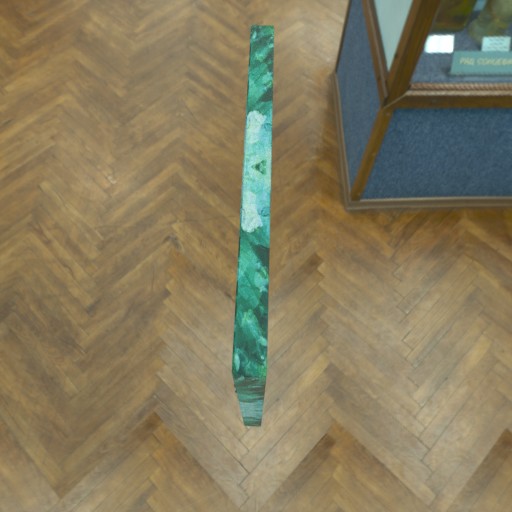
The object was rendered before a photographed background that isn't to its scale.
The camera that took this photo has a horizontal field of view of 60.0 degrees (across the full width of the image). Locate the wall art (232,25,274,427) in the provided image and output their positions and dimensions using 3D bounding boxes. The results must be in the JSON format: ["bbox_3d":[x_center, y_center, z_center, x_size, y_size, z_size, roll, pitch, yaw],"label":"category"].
[{"bbox_3d":[0.000,0.000,0.764,0.038,0.508,0.507,2,64,1],"label":"wall art"}]
